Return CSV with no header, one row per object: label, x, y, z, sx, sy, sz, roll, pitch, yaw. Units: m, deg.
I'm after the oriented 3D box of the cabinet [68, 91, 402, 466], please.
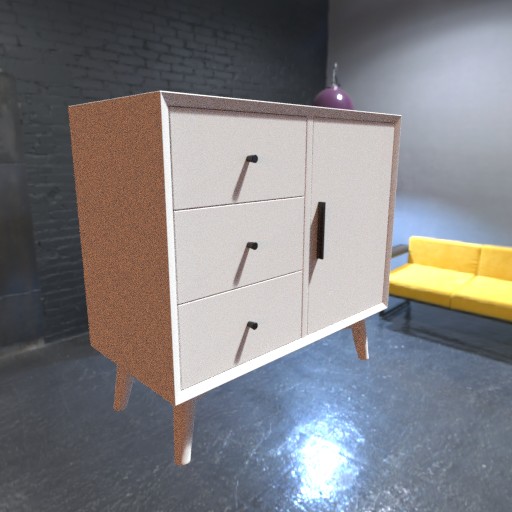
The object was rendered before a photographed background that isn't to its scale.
cabinet,0.000,0.000,1.223,0.800,0.761,0.398,-13,19,-42
